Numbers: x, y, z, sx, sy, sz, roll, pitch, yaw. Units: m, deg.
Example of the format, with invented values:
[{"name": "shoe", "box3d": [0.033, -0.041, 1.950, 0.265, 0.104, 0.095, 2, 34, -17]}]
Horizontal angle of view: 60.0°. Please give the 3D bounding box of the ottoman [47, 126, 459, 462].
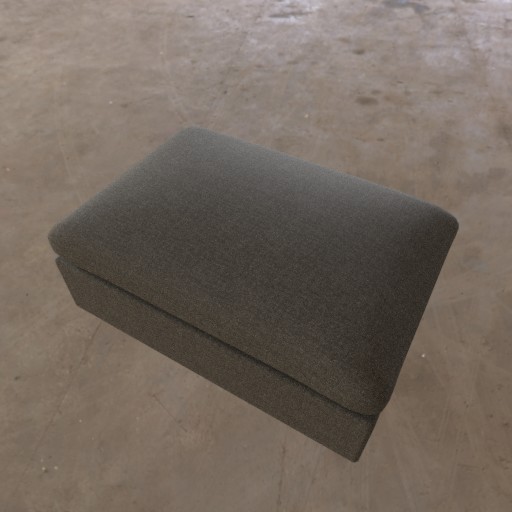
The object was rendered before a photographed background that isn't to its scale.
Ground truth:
[{"name": "ottoman", "box3d": [0.000, 0.000, 1.407, 1.041, 0.483, 0.711, 23, 51, 20]}]
